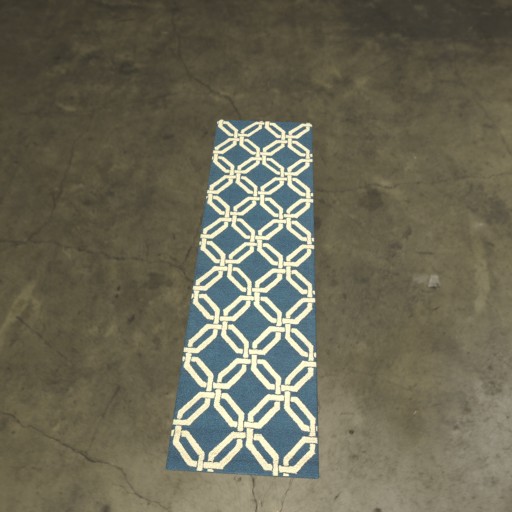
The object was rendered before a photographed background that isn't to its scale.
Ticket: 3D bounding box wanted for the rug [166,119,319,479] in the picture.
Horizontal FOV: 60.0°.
[{"bbox_3d":[0.000,0.000,2.554,0.678,0.014,2.276,3,58,2],"label":"rug"}]
